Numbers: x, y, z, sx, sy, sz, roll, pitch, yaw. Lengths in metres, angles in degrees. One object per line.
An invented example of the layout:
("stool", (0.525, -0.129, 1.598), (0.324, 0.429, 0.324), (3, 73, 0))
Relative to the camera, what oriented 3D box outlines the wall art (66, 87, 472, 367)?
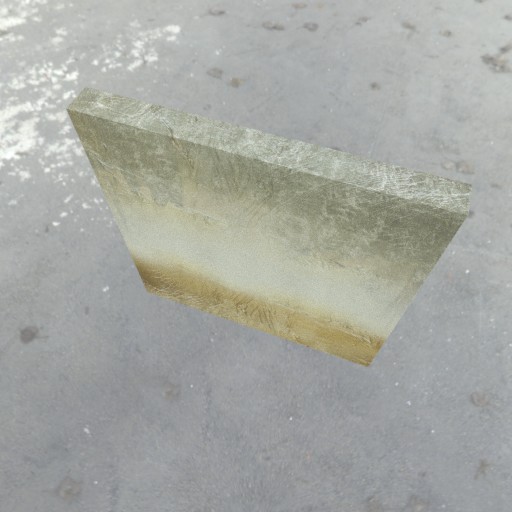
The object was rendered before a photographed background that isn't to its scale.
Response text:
("wall art", (0.000, 0.000, 0.603), (0.405, 0.407, 0.038), (17, 59, 11))
